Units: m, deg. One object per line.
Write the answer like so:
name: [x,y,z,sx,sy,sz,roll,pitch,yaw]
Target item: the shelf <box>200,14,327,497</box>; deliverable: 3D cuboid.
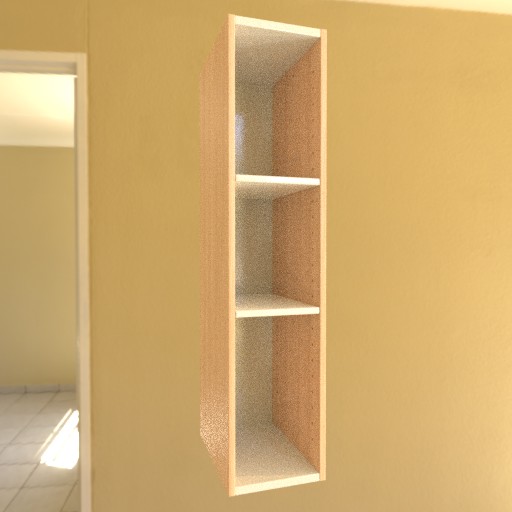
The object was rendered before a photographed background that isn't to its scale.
shelf: [0.000,0.000,0.976,0.197,0.882,0.290,0,1,-17]
